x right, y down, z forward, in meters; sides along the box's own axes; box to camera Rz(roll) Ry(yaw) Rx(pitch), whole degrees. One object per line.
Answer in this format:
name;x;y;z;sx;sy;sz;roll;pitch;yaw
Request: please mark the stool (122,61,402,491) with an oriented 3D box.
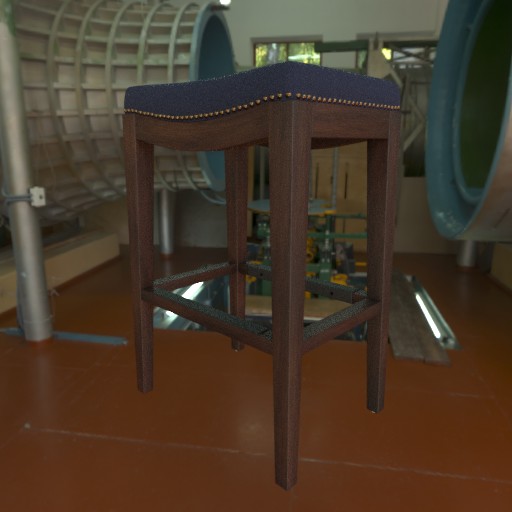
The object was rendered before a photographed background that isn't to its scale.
stool;0.000;0.000;1.004;0.498;0.740;0.358;13;19;42
